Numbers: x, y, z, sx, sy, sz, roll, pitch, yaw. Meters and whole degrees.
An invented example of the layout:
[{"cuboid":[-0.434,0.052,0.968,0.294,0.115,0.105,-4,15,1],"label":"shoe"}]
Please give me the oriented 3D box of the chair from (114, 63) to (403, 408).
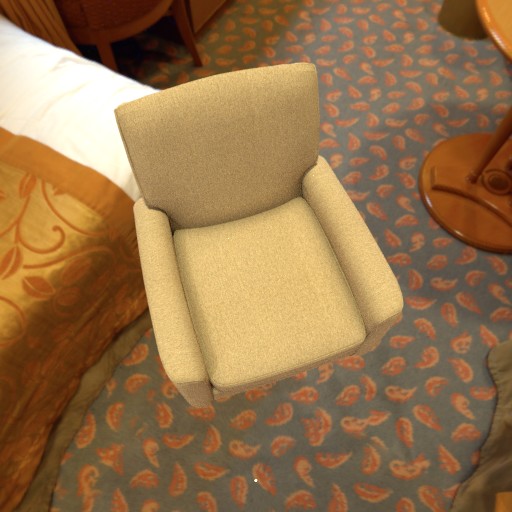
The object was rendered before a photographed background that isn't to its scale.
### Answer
[{"cuboid":[0.000,0.000,1.672,0.848,1.014,0.864,-16,64,-8],"label":"chair"}]
